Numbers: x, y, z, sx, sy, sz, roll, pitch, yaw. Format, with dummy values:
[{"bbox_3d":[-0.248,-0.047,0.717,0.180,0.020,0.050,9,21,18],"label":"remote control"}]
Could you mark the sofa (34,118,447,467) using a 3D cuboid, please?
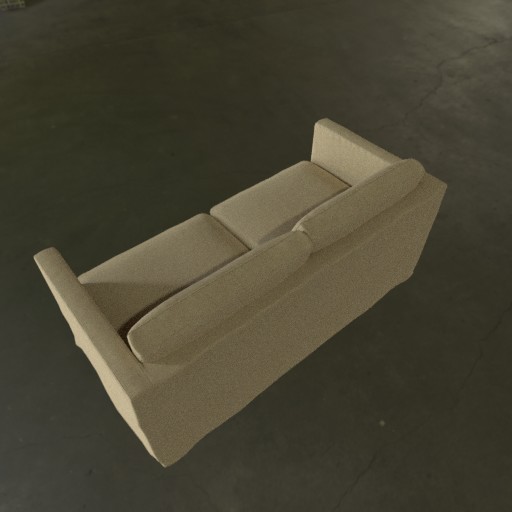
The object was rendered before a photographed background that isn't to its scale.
[{"bbox_3d":[0.000,0.000,2.418,1.959,0.835,0.962,-31,54,-26],"label":"sofa"}]
